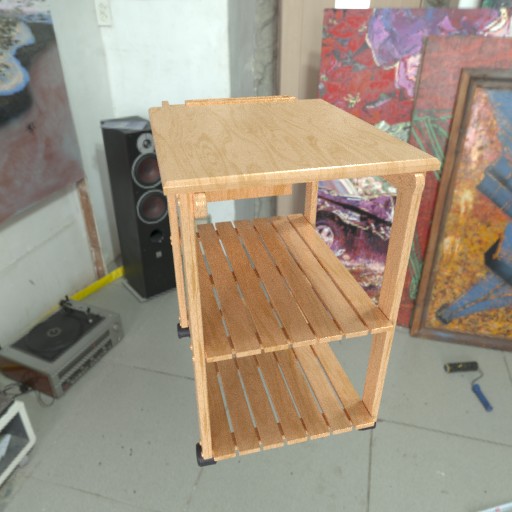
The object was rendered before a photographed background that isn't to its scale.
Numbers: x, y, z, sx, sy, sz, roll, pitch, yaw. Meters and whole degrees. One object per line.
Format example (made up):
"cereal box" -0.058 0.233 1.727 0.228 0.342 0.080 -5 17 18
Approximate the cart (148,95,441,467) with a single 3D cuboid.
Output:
"cart" 0.000 0.000 1.323 0.520 0.816 0.843 -7 31 -12
